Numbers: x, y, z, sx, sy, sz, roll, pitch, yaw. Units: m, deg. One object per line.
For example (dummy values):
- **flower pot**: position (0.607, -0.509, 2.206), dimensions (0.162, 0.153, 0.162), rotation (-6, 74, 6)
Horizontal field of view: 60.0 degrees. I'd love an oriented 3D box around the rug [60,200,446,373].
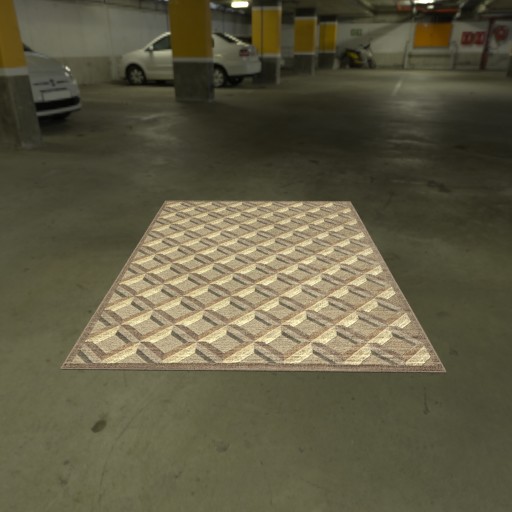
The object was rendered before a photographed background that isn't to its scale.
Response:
- **rug**: position (0.000, 0.000, 4.207), dimensions (2.382, 0.018, 3.294), rotation (0, 25, 1)
